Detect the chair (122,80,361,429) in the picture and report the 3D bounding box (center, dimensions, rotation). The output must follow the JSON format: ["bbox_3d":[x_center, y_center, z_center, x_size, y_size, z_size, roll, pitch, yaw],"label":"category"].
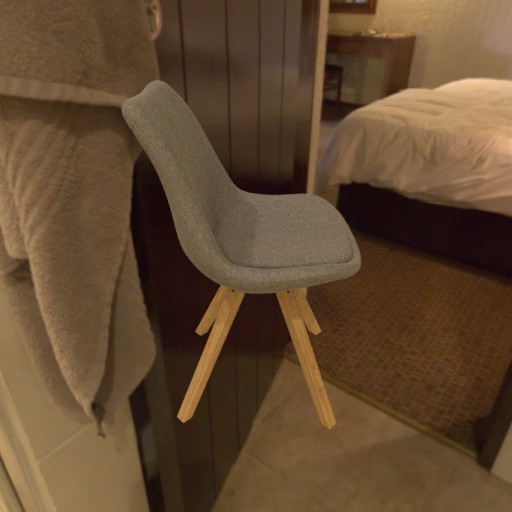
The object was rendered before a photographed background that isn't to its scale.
[{"bbox_3d":[0.000,0.000,1.213,0.550,0.865,0.483,1,30,1],"label":"chair"}]
